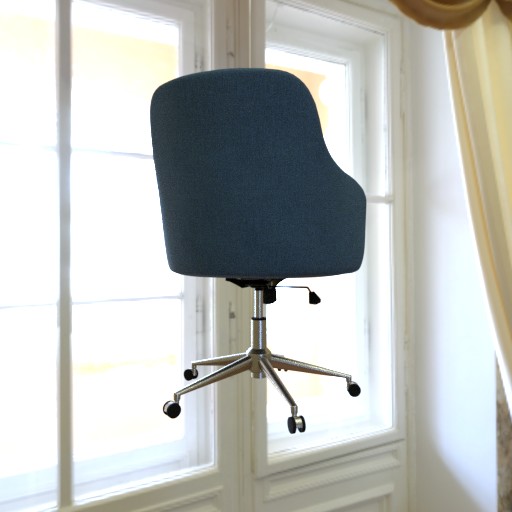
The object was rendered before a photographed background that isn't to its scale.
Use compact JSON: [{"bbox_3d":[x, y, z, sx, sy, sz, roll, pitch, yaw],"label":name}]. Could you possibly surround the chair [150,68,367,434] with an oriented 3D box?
[{"bbox_3d":[0.000,0.000,1.272,0.599,0.820,0.655,0,0,18],"label":"chair"}]
